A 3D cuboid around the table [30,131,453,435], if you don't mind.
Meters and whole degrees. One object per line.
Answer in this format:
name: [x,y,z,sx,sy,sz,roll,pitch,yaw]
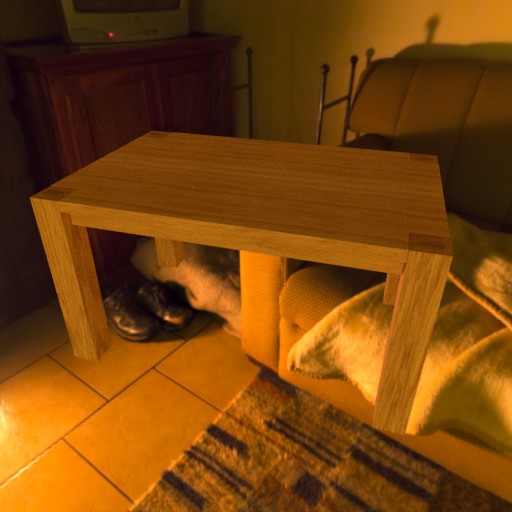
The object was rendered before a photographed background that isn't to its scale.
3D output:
table: [0.000,0.000,1.955,1.400,0.760,0.900,9,32,14]
